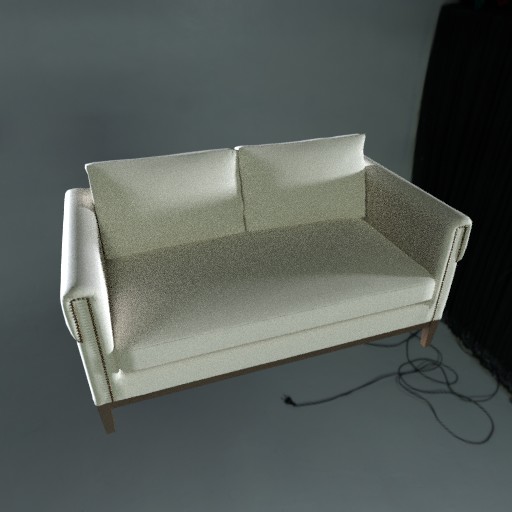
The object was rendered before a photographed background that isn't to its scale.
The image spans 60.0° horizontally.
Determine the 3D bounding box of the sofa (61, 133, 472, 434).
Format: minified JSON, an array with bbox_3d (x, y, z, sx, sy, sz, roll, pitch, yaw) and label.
[{"bbox_3d":[0.000,0.000,2.050,1.598,0.873,0.905,-10,33,-16],"label":"sofa"}]
